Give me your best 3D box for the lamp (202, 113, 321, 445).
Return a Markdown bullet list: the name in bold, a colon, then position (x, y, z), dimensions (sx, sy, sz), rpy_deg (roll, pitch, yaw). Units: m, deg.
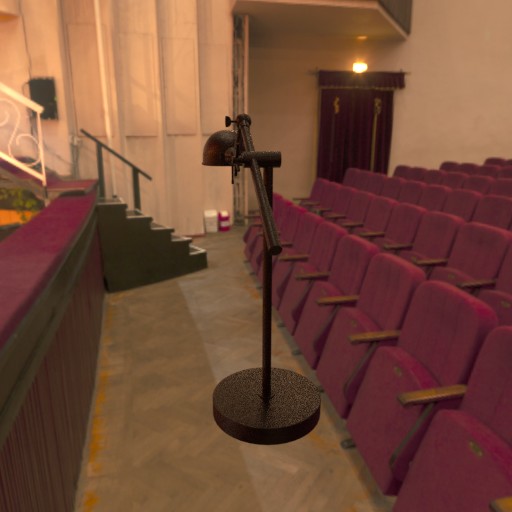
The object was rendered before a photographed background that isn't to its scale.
- **lamp**: position (0.000, 0.000, 0.810), dimensions (0.185, 0.495, 0.567), rpy_deg (-3, 15, -9)
